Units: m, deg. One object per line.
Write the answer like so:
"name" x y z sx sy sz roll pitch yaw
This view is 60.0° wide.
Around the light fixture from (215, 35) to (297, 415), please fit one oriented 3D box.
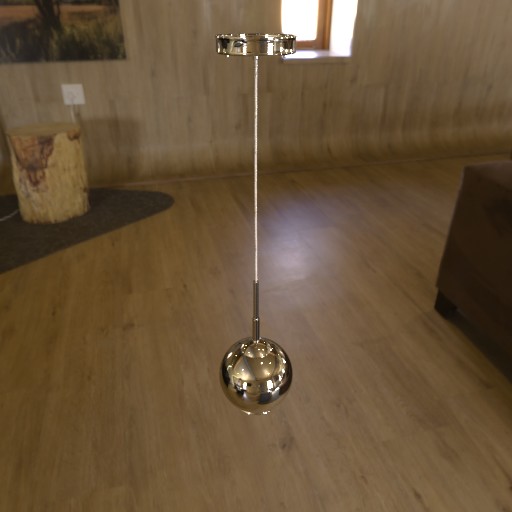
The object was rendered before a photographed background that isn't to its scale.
"light fixture" 0.000 0.000 1.723 0.336 1.538 0.336 0 29 1
